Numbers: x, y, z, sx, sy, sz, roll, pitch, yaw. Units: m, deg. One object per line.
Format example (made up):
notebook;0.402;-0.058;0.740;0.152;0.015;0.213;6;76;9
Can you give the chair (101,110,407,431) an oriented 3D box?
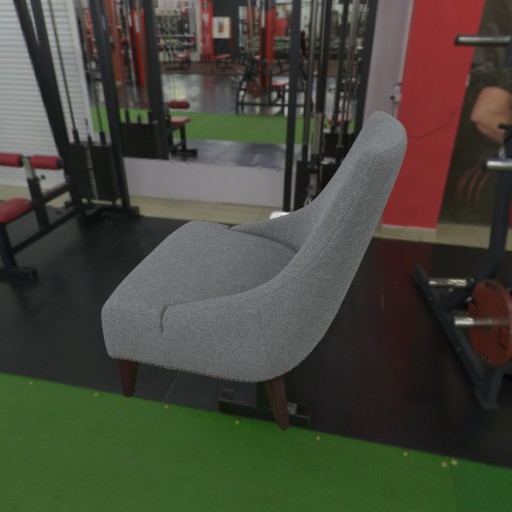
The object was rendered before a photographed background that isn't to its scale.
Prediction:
chair;0.000;0.000;1.518;0.861;0.909;0.701;7;29;14
